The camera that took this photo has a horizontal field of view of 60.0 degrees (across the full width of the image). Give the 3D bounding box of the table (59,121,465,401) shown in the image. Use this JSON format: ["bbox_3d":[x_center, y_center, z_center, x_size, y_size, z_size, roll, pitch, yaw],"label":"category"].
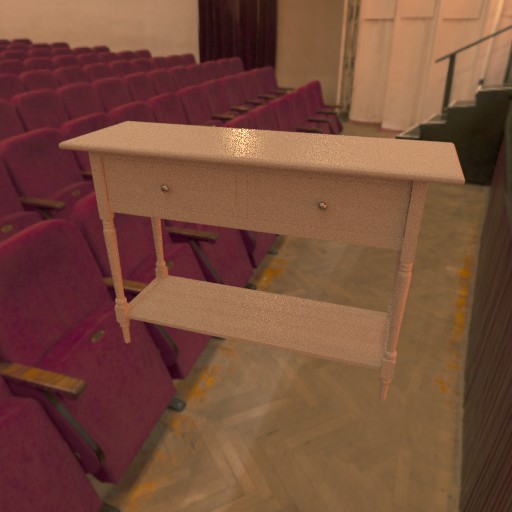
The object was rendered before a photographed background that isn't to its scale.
[{"bbox_3d":[0.000,0.000,1.589,1.197,0.808,0.384,9,28,16],"label":"table"}]
